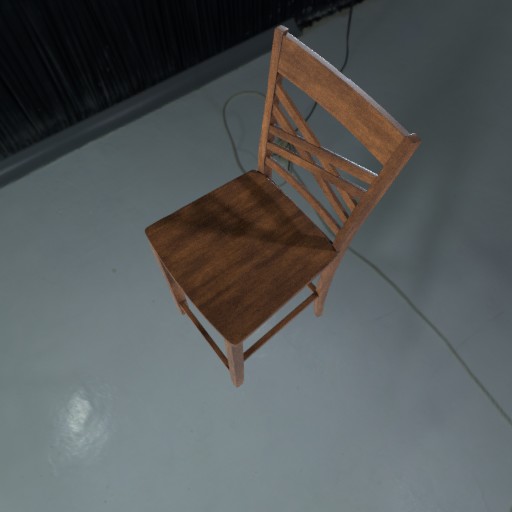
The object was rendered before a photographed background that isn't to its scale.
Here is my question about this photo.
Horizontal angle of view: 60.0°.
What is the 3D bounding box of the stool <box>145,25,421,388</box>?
[{"bbox_3d":[0.000,0.000,1.352,0.504,1.098,0.426,-35,69,-16],"label":"stool"}]
